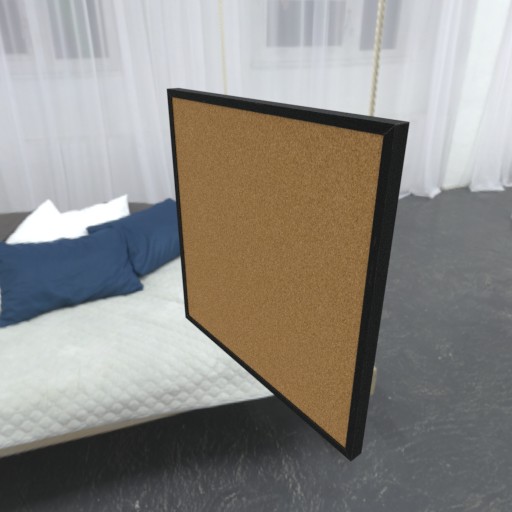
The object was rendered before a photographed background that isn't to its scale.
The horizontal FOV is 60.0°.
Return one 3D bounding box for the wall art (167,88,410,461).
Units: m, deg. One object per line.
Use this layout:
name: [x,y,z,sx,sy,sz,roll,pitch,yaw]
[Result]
wall art: [0.000,0.000,1.144,0.037,0.761,0.761,-19,31,-34]
